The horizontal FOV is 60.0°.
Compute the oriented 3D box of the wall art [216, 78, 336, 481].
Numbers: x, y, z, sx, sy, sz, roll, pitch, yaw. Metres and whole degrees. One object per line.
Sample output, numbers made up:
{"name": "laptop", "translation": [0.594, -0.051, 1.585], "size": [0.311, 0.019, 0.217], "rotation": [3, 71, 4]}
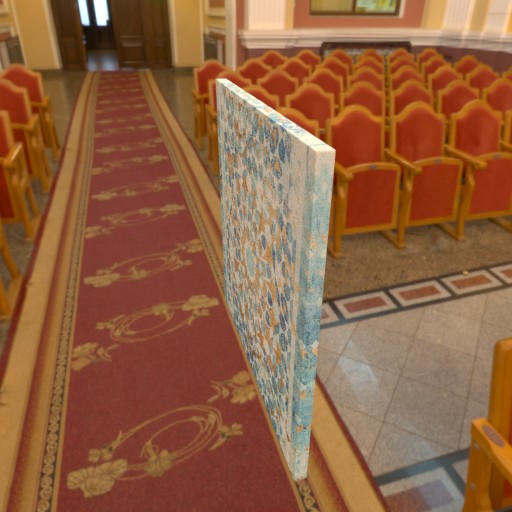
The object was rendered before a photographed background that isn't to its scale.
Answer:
{"name": "wall art", "translation": [0.000, 0.000, 1.379], "size": [0.040, 0.916, 0.916], "rotation": [-8, 30, -13]}
